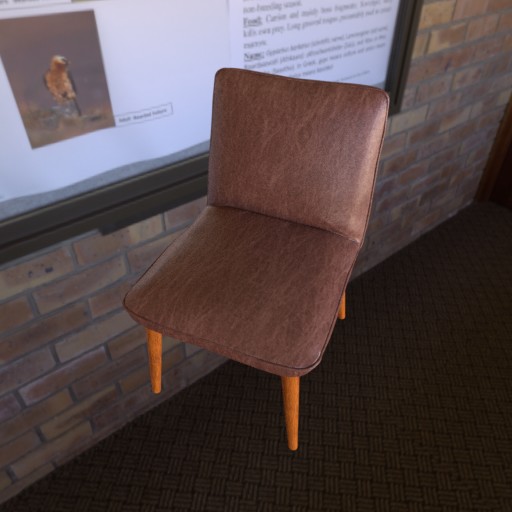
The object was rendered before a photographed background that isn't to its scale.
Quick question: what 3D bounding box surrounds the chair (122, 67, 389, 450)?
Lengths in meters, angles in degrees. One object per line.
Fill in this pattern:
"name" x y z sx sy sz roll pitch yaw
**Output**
"chair" 0.000 0.000 1.215 0.543 0.803 0.645 12 40 15
